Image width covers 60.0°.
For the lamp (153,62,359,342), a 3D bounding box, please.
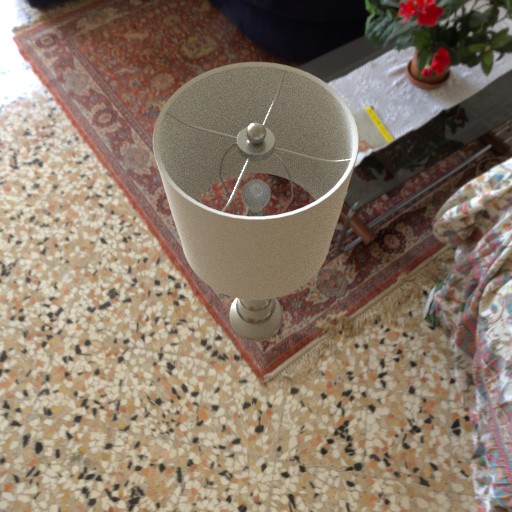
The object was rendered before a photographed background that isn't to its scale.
[{"bbox_3d":[0.000,0.000,0.842,0.254,0.690,0.254,17,64,8],"label":"lamp"}]
